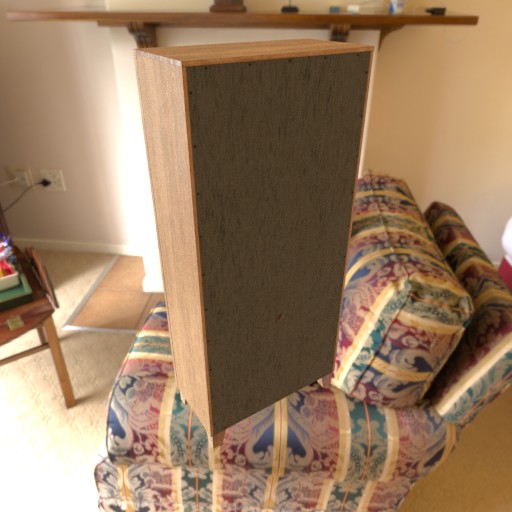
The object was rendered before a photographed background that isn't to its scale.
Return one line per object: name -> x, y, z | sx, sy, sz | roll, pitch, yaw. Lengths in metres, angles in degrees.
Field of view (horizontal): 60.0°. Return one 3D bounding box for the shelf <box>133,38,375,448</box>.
shelf -> 0.000, 0.000, 2.256 | 0.864, 1.930, 0.453 | -19, 35, -28
